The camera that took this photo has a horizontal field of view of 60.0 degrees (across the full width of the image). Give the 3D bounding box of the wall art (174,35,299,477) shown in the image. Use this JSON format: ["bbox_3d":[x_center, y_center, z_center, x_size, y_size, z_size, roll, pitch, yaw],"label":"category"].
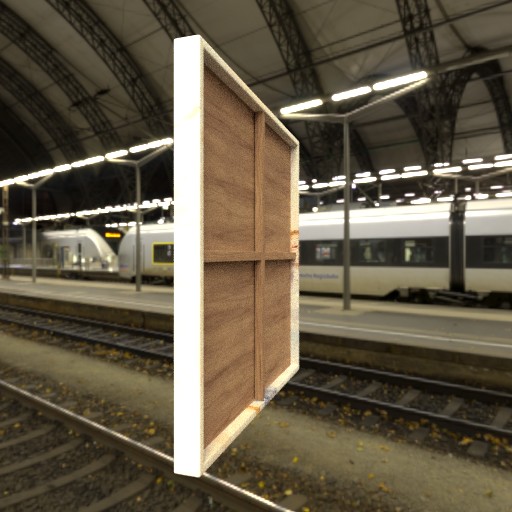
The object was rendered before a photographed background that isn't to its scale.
[{"bbox_3d":[0.000,0.000,1.573,0.071,1.061,1.061,0,0,18],"label":"wall art"}]
